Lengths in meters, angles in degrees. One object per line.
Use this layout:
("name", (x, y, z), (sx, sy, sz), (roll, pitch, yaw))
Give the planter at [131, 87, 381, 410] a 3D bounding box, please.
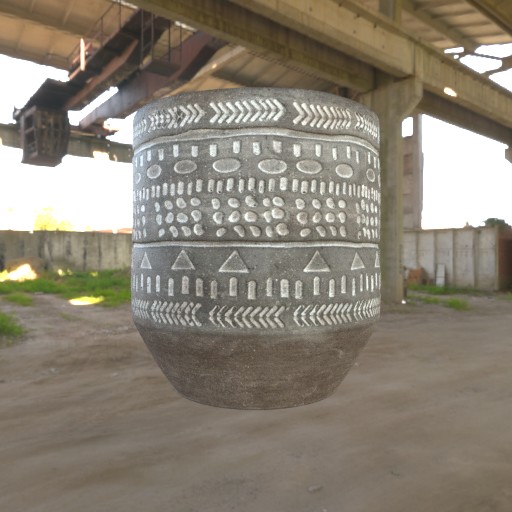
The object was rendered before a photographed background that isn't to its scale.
("planter", (0.000, 0.000, 0.225), (0.122, 0.128, 0.122), (0, 0, 0))
